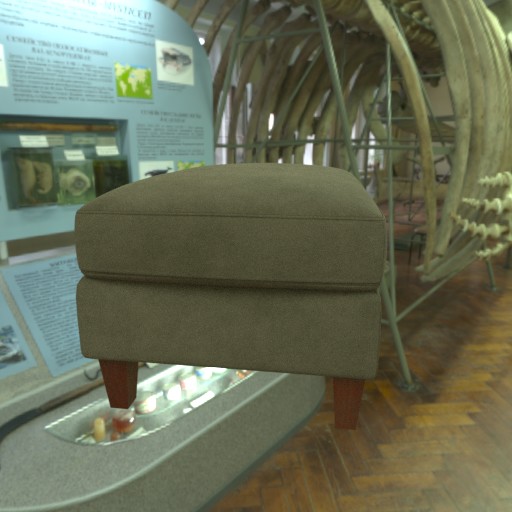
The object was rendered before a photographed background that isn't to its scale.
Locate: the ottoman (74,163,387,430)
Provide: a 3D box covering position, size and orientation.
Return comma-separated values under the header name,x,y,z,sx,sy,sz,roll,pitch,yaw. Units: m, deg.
name,x,y,z,sx,sy,sz,roll,pitch,yaw
ottoman,0.000,0.000,1.207,0.584,0.483,0.864,2,15,8
